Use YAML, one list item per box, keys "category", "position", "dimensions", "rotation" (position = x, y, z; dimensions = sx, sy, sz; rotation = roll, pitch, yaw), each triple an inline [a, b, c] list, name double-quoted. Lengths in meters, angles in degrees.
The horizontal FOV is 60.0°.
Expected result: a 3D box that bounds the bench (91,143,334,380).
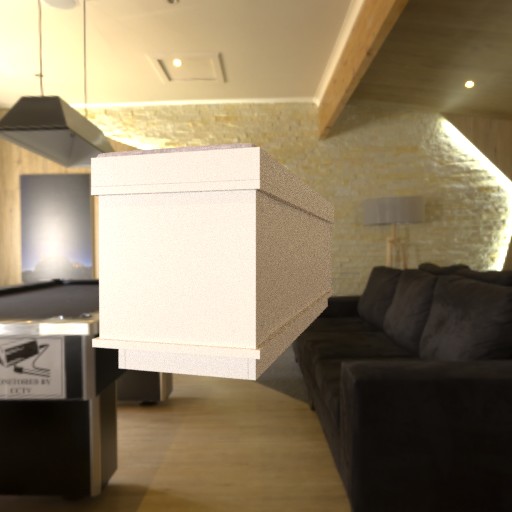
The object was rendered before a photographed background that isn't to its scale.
- category: "bench"
  position: [0.000, 0.000, 1.416]
  dimensions: [0.363, 0.453, 1.196]
  rotation: [0, 1, 16]
